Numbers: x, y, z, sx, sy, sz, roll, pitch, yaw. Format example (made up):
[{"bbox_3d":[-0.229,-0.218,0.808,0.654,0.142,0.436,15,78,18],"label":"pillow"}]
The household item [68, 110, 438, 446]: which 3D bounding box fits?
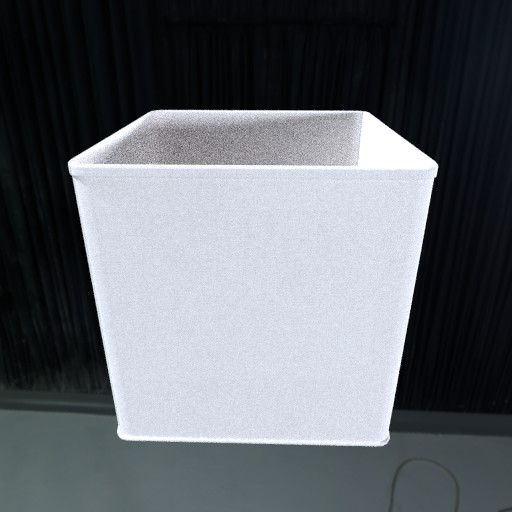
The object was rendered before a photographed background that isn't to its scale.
[{"bbox_3d":[0.000,0.000,0.550,0.305,0.305,0.305,1,26,1],"label":"household item"}]
